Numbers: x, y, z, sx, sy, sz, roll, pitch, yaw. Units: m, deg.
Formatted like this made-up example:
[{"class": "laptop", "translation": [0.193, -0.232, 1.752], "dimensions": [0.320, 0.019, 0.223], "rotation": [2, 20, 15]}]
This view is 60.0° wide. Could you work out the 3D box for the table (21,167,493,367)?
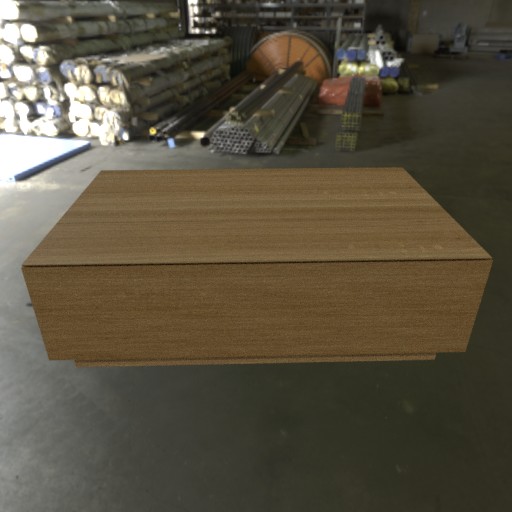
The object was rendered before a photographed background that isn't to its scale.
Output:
[{"class": "table", "translation": [0.000, 0.000, 1.421], "dimensions": [1.110, 0.353, 0.678], "rotation": [-1, 30, -2]}]
